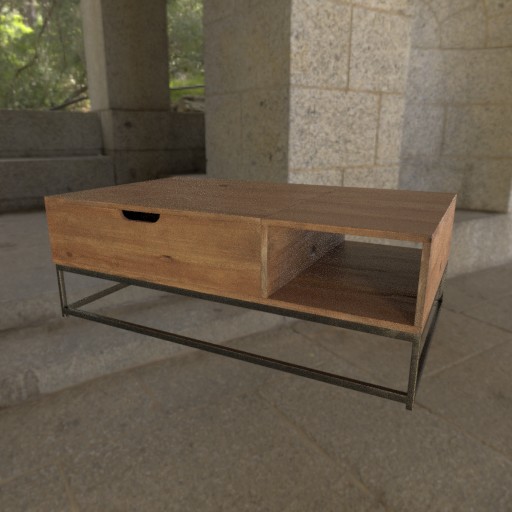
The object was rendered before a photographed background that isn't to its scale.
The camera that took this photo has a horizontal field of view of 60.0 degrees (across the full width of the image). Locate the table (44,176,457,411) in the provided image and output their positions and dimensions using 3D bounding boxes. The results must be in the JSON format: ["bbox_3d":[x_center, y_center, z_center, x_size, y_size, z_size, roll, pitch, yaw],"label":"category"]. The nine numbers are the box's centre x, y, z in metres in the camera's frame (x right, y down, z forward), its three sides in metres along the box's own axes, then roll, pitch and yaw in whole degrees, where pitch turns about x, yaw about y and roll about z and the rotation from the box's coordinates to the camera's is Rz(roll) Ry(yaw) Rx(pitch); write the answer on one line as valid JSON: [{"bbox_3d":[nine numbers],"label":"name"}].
[{"bbox_3d":[0.000,0.000,1.427,1.101,0.395,0.655,8,18,26],"label":"table"}]
